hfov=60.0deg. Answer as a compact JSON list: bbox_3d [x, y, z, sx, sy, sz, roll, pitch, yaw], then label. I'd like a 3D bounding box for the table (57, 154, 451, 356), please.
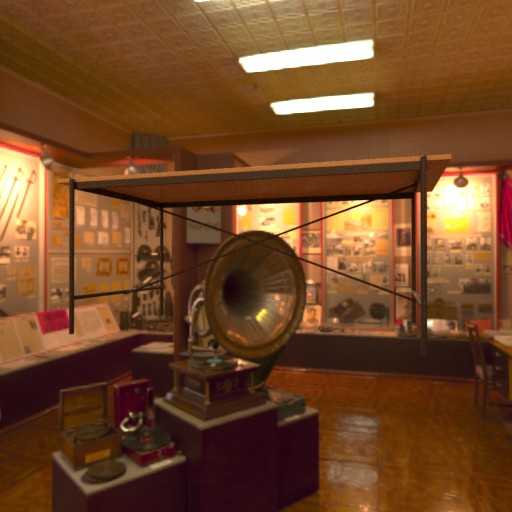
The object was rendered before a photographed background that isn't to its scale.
[{"bbox_3d":[0.000,0.000,2.335,1.800,0.758,0.900,0,0,17],"label":"table"}]
